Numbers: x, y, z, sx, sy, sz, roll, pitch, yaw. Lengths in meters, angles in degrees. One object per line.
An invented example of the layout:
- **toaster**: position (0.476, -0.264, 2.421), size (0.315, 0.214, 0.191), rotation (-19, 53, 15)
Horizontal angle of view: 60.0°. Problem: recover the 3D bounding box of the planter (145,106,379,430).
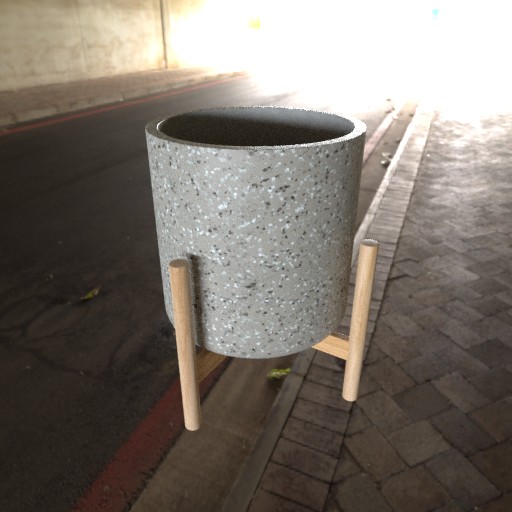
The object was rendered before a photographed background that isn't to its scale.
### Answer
- **planter**: position (0.000, 0.000, 0.718), size (0.360, 0.419, 0.360), rotation (-18, 32, -31)
